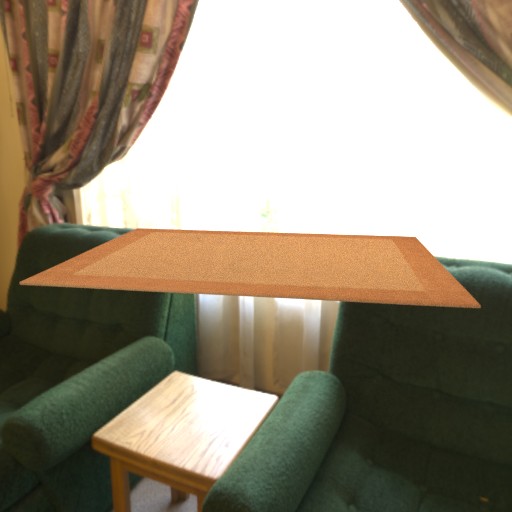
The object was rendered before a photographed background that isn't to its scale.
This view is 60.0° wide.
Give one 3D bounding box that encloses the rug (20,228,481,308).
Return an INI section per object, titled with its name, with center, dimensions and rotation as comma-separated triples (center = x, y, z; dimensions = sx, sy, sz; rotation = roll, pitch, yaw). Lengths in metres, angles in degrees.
[rug]
center = 0.000, 0.000, 2.313
dimensions = 1.829, 0.014, 1.219
rotation = 2, 15, 8
